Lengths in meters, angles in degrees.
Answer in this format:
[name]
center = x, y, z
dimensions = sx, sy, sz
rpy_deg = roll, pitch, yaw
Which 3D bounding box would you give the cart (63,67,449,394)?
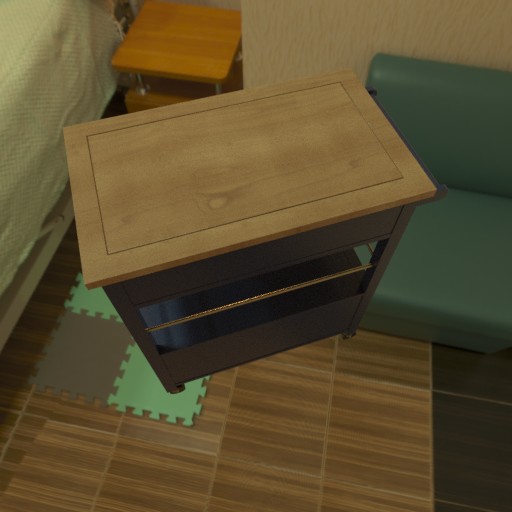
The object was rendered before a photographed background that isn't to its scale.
[cart]
center = 0.000, 0.000, 1.412
dimensions = 0.840, 0.901, 0.459
rpy_deg = -15, 59, -10
